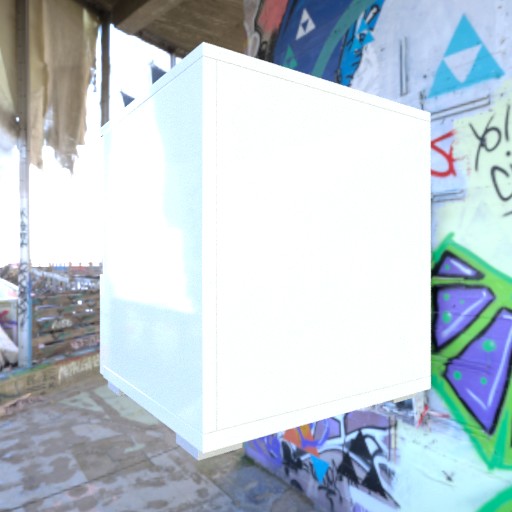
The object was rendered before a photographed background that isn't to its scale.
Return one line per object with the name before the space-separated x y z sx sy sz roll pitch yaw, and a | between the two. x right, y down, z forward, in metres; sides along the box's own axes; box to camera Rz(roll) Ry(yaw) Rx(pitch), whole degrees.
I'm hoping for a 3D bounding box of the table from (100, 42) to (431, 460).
table | 0.000 0.000 0.770 0.420 0.470 0.400 0 0 -35
